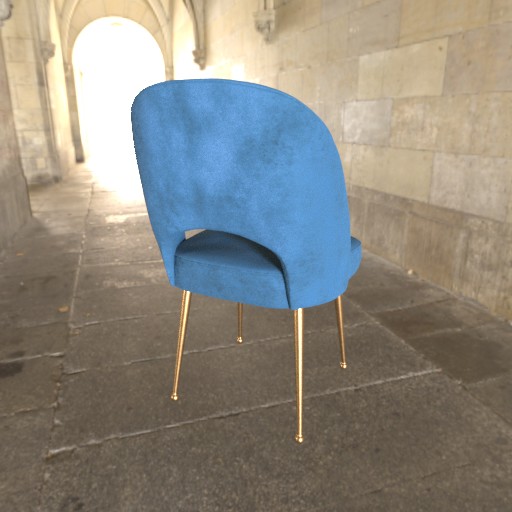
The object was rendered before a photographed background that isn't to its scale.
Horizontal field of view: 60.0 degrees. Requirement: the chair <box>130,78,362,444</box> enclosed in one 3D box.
[{"bbox_3d":[0.000,0.000,1.211,0.527,0.860,0.577,8,19,26],"label":"chair"}]
